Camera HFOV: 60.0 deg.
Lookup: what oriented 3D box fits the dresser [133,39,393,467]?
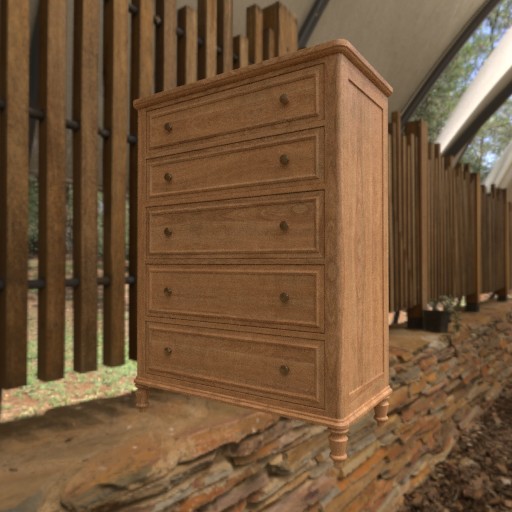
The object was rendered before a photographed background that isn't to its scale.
[{"bbox_3d":[0.000,0.000,1.808,0.973,1.318,0.484,-1,-1,34],"label":"dresser"}]
